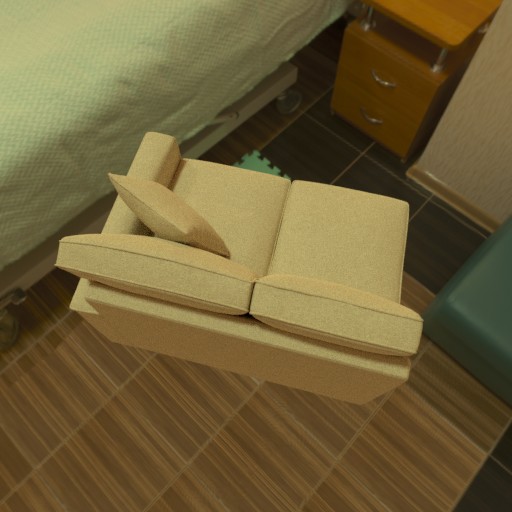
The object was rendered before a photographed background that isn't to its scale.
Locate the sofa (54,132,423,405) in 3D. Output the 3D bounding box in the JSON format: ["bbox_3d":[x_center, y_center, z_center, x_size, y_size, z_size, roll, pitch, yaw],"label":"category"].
[{"bbox_3d":[0.000,0.000,2.109,1.388,0.989,0.991,13,65,6],"label":"sofa"}]
